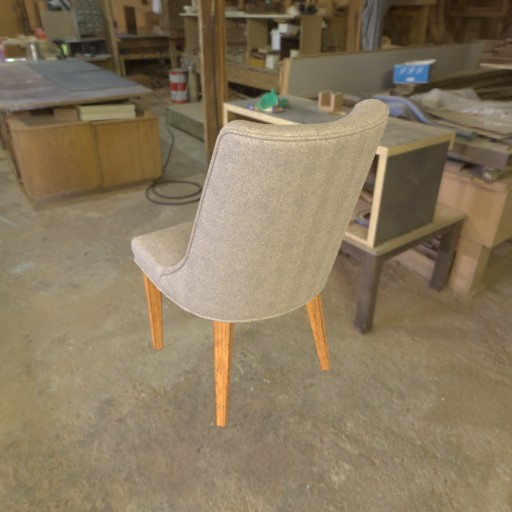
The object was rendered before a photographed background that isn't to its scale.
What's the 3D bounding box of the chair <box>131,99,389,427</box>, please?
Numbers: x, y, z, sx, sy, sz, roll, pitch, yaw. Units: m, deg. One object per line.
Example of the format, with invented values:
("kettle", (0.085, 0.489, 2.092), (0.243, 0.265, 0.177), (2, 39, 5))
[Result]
("chair", (0.000, 0.000, 1.305), (0.548, 0.916, 0.636), (-19, 35, -29))
